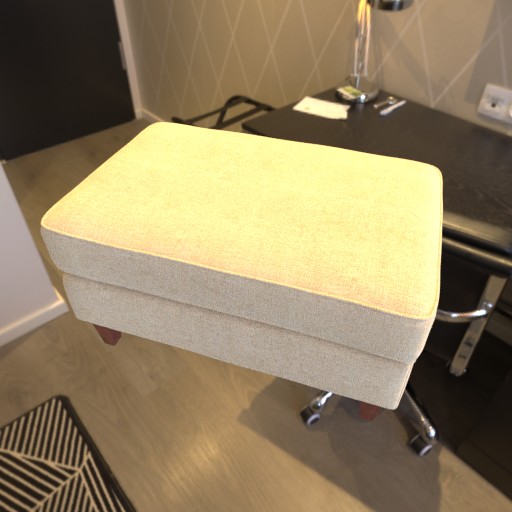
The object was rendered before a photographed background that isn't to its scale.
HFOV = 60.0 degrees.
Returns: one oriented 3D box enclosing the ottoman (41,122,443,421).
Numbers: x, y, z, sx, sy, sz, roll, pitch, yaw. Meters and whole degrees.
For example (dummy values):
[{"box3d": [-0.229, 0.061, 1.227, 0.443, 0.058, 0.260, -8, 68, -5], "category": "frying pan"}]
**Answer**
[{"box3d": [0.000, 0.000, 1.202, 0.862, 0.484, 0.583, 12, 43, 14], "category": "ottoman"}]
